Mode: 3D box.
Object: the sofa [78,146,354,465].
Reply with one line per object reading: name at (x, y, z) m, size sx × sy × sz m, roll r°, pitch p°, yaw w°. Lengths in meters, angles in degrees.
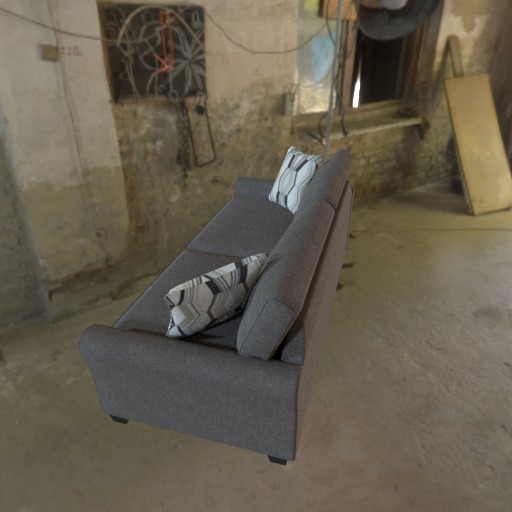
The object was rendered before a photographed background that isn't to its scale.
sofa at (0.000, 0.000, 2.495) m, size 0.889 × 0.813 × 2.032 m, roll 8°, pitch 30°, yaw 14°
